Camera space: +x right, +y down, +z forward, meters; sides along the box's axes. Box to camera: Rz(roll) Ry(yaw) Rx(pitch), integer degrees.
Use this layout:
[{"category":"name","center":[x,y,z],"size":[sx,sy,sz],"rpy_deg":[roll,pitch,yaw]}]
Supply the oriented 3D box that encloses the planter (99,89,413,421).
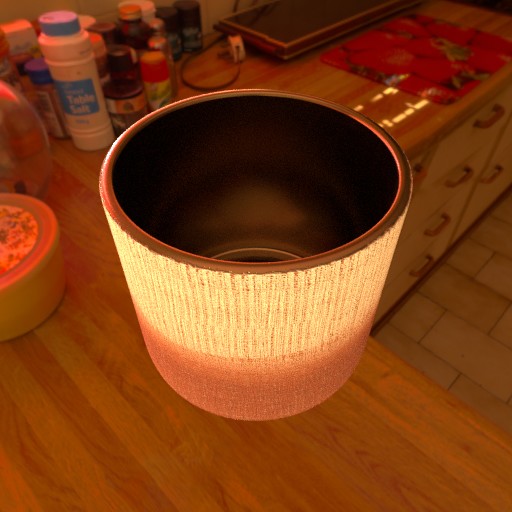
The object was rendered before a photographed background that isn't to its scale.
[{"category":"planter","center":[0.000,0.000,0.386],"size":[0.221,0.201,0.221],"rpy_deg":[0,46,0]}]
